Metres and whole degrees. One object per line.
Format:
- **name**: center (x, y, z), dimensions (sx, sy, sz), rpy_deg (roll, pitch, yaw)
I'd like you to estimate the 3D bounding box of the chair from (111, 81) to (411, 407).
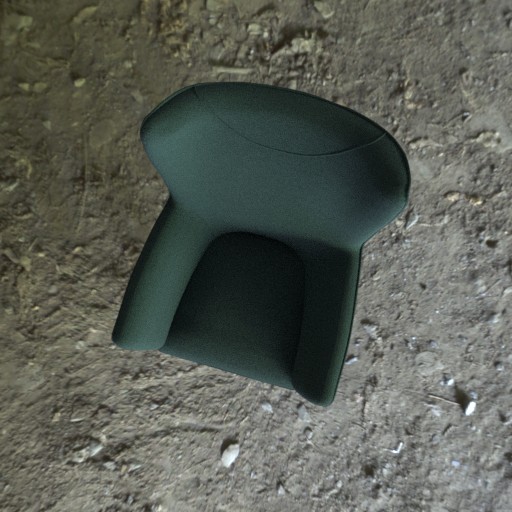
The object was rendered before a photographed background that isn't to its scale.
- **chair**: center (0.000, 0.000, 1.635), dimensions (0.781, 0.933, 0.888), rpy_deg (15, 76, 4)
